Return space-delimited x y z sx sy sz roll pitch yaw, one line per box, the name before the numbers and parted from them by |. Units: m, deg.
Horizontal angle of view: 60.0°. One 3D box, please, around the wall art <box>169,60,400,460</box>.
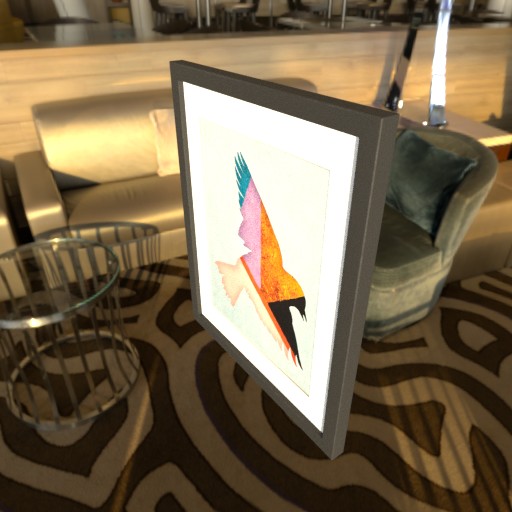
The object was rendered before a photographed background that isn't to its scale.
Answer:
wall art | 0.000 0.000 0.747 0.028 0.558 0.457 -21 38 -30
